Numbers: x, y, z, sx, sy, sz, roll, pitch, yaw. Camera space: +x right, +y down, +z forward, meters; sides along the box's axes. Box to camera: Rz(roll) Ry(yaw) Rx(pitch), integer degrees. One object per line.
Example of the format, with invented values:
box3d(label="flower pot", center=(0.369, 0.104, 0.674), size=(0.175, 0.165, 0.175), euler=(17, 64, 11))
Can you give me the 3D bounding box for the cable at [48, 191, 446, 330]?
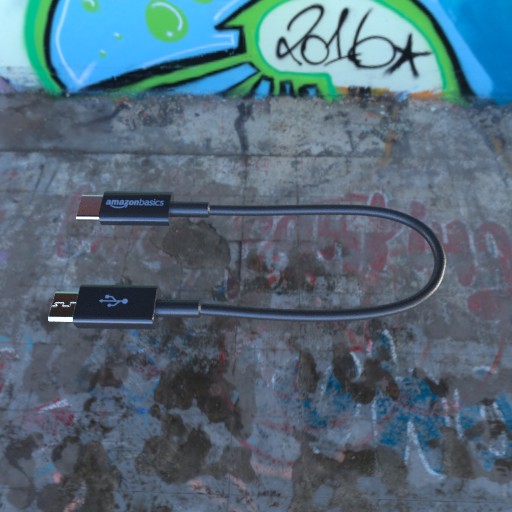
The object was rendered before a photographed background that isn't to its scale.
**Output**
box3d(label="cable", center=(0.000, 0.000, 0.115), size=(0.098, 0.006, 0.040), euler=(1, 59, 1))
